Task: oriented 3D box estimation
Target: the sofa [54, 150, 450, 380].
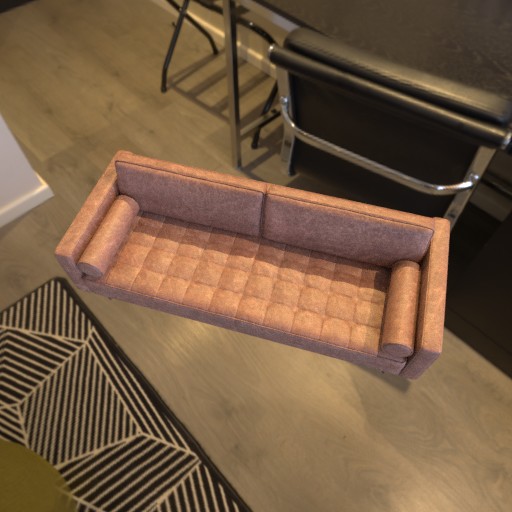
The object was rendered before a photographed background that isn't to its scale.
[{"bbox_3d":[0.000,0.000,2.771,2.210,0.762,0.914,14,58,9],"label":"sofa"}]
